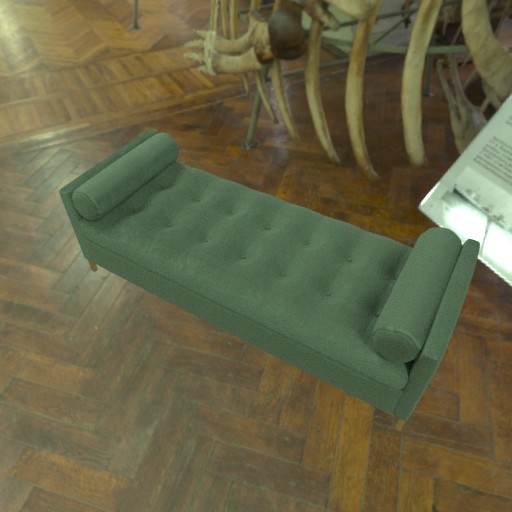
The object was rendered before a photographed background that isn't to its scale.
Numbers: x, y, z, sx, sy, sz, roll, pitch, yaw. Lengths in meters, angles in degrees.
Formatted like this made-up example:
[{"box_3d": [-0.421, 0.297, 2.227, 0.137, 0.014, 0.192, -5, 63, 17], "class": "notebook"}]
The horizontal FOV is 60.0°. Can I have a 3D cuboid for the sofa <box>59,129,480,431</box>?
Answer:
[{"box_3d": [0.000, 0.000, 2.486, 2.102, 0.705, 0.796, 23, 50, 21], "class": "sofa"}]
